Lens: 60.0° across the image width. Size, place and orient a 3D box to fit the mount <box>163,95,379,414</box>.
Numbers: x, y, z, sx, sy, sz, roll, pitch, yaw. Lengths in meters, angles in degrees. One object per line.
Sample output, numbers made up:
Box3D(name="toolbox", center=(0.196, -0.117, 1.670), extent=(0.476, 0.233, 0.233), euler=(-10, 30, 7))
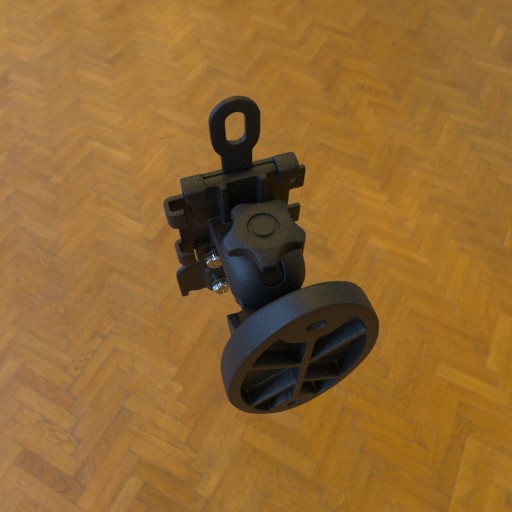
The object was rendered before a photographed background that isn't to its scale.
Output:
Box3D(name="mount", center=(0.000, 0.000, 0.176), extent=(0.066, 0.118, 0.100), euler=(-16, 60, -9))
